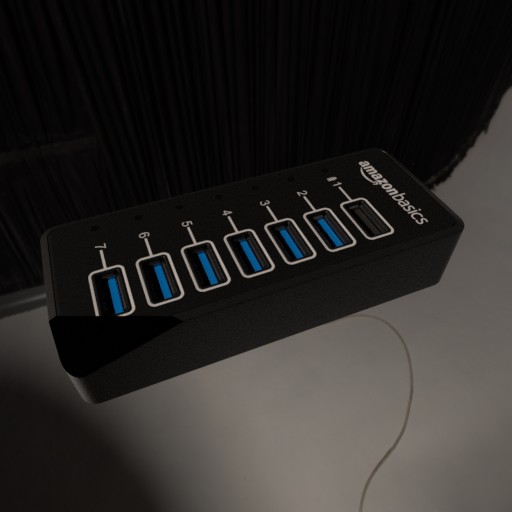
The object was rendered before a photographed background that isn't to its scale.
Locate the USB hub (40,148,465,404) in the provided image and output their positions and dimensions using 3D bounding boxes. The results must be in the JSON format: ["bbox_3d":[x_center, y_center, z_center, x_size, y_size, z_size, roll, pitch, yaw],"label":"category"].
[{"bbox_3d":[0.000,0.000,0.129,0.110,0.023,0.044,-16,49,-15],"label":"USB hub"}]
